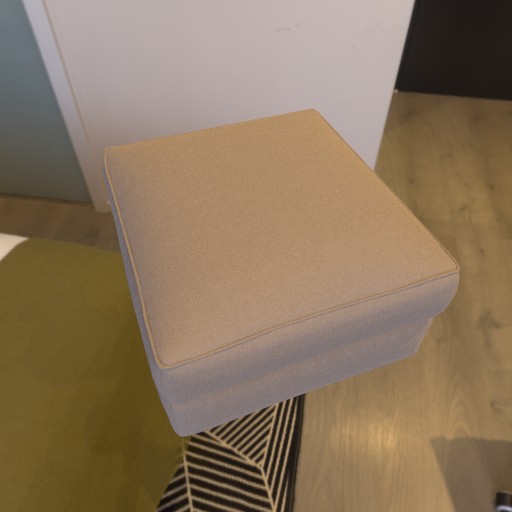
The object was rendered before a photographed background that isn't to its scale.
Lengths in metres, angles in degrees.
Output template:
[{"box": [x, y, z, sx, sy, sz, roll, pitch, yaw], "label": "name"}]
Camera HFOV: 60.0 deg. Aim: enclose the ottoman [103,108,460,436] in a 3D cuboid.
[{"box": [0.000, 0.000, 1.161, 0.662, 0.505, 0.721, -15, 49, -14], "label": "ottoman"}]
